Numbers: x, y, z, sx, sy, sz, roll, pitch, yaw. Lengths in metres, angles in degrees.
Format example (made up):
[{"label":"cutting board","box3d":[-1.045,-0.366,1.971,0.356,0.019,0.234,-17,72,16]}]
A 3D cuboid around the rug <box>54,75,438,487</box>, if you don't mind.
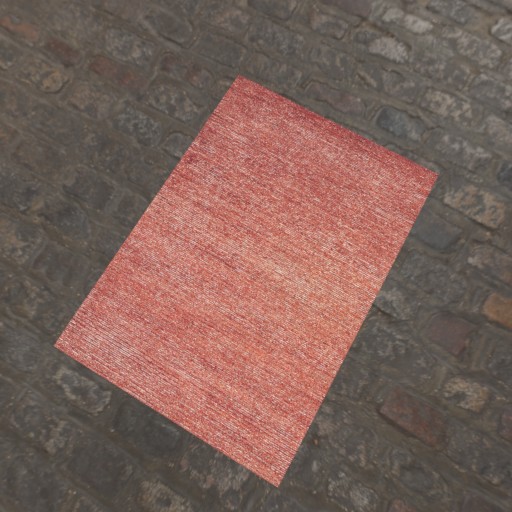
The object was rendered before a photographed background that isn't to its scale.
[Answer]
[{"label":"rug","box3d":[0.000,0.000,5.086,2.803,0.025,3.965,29,77,7]}]
